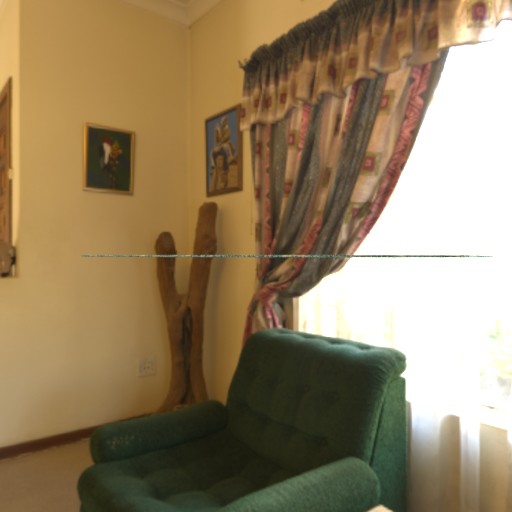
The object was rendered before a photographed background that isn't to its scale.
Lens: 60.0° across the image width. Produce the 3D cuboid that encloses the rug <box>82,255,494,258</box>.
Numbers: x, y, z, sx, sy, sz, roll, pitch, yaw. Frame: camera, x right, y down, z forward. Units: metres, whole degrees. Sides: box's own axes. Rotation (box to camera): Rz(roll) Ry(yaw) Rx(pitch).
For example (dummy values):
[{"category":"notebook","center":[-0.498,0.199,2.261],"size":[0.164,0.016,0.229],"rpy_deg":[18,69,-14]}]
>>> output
[{"category":"rug","center":[0.000,0.000,2.654],"size":[2.435,0.011,0.750],"rpy_deg":[0,0,36]}]
